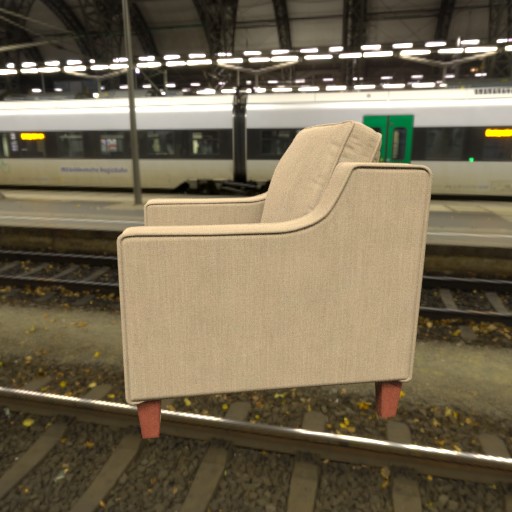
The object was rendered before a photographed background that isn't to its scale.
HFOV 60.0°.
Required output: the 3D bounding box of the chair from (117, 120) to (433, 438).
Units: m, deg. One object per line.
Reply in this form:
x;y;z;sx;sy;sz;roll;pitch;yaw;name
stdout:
0.000;0.000;1.678;0.909;0.960;0.831;-2;14;-8;chair
